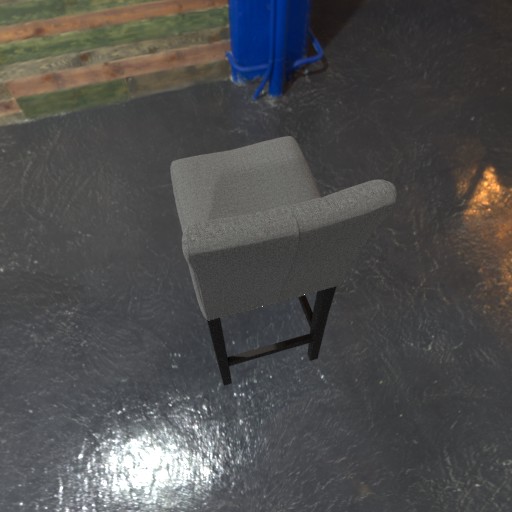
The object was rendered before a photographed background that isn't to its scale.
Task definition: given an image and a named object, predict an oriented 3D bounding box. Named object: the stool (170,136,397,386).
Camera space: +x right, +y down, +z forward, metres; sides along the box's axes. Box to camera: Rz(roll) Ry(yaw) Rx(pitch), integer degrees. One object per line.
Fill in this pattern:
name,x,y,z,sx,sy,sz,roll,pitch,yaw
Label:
stool,0.000,0.000,1.347,0.411,1.047,0.548,-14,60,-9
